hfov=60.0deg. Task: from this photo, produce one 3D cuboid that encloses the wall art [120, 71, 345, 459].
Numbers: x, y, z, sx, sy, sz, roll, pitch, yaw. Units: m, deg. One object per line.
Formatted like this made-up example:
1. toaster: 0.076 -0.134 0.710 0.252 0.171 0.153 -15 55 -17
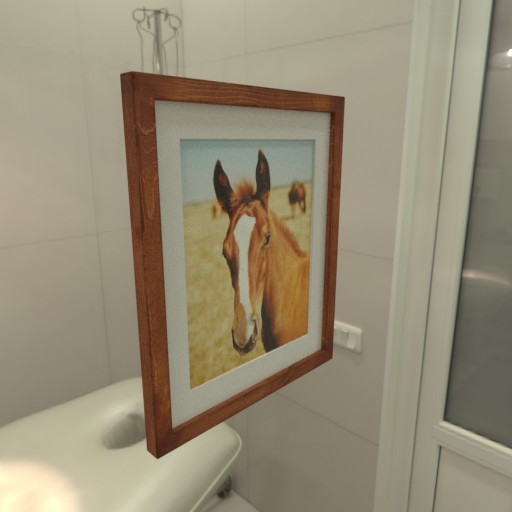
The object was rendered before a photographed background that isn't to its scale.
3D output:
1. wall art: 0.000 0.000 0.781 0.030 0.558 0.462 14 20 43
